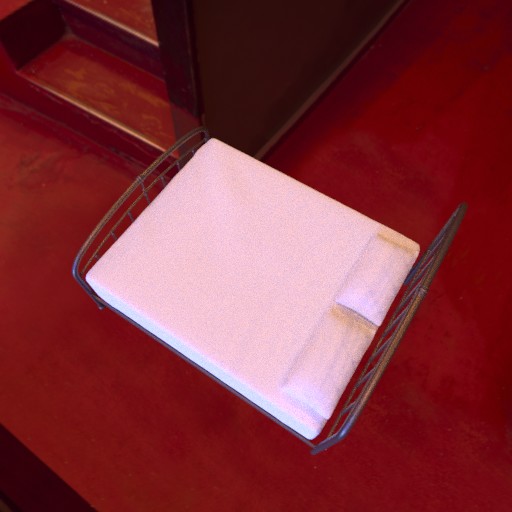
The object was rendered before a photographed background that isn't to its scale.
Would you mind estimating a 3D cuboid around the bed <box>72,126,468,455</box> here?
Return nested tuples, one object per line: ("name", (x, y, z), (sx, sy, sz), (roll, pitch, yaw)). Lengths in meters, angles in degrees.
("bed", (0.000, 0.000, 3.244), (2.168, 1.475, 1.711), (30, 67, 15))
